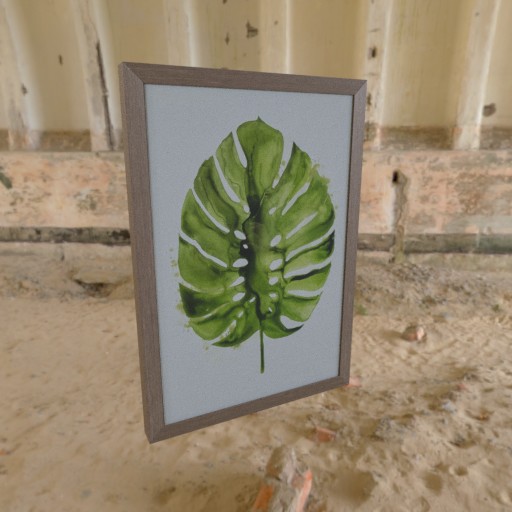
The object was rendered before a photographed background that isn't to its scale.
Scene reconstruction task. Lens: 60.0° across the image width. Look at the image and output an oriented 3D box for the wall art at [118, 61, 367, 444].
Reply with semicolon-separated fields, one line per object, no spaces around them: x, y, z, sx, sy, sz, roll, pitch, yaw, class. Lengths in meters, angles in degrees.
0.000;0.000;0.663;0.358;0.510;0.032;-7;16;-26;wall art
